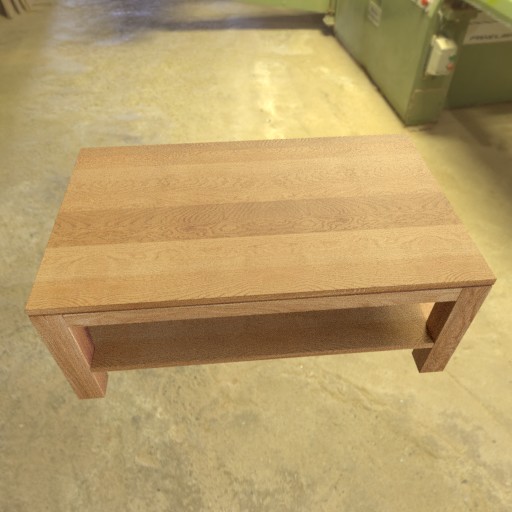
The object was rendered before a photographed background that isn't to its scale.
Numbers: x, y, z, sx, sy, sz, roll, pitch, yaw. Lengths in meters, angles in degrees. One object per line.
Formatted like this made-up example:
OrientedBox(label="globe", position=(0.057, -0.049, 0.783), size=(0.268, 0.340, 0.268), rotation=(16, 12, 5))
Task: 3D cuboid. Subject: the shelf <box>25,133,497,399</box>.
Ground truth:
OrientedBox(label="shelf", position=(0.000, 0.000, 1.477), size=(1.150, 0.450, 0.700), rotation=(-3, 46, -3))
